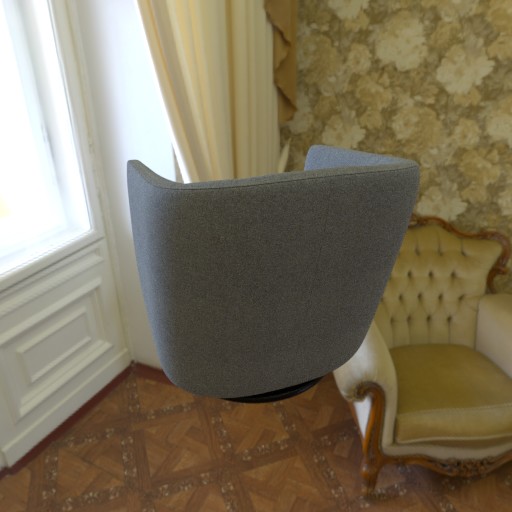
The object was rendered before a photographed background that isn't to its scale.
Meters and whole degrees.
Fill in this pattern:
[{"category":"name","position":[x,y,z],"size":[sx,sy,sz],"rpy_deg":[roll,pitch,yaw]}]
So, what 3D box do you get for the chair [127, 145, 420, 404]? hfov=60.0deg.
[{"category":"chair","position":[0.000,0.000,1.617],"size":[0.822,0.861,0.986],"rpy_deg":[-9,27,-18]}]
